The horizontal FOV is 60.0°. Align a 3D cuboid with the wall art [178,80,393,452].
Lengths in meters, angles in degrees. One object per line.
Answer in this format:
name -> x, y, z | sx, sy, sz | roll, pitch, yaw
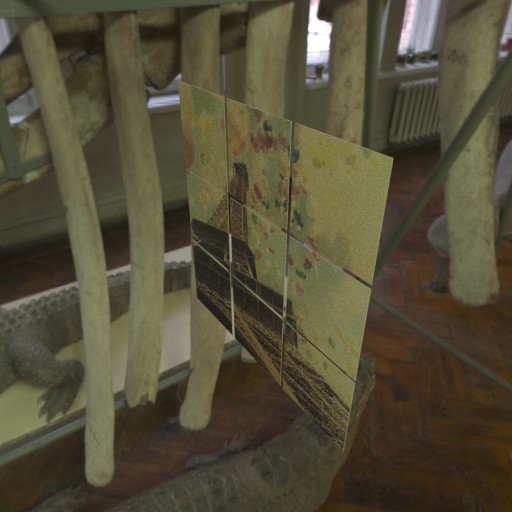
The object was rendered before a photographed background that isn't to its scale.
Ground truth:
wall art -> 0.000, 0.000, 2.319 | 0.002, 1.505, 1.517 | -20, 37, -29
